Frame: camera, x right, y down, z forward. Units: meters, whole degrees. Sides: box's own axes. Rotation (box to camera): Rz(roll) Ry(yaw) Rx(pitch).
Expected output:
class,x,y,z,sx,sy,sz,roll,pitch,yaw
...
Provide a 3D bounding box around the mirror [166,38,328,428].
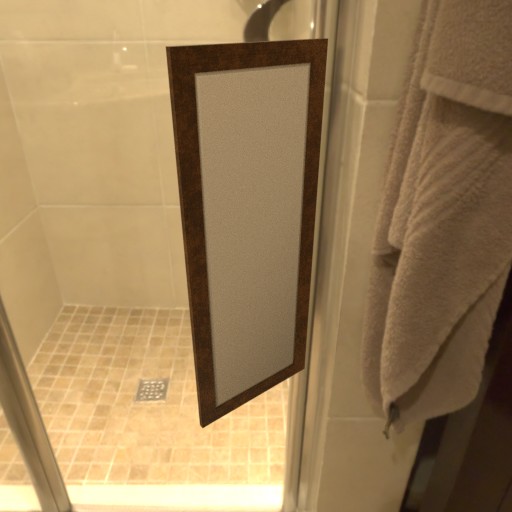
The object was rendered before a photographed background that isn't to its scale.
class,x,y,z,sx,sy,sz,roll,pitch,yaw
mirror,0.000,0.000,2.332,0.812,2.031,0.032,-21,35,-32
